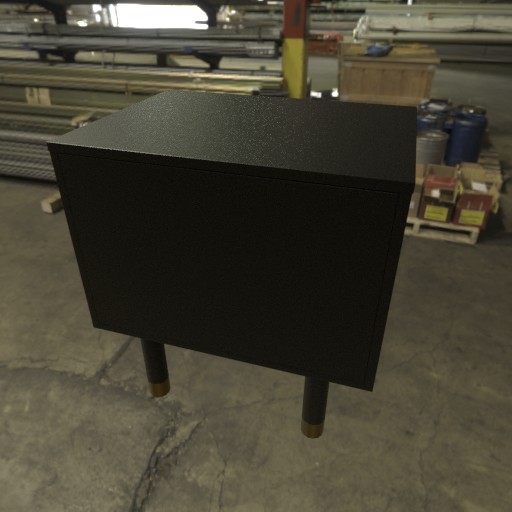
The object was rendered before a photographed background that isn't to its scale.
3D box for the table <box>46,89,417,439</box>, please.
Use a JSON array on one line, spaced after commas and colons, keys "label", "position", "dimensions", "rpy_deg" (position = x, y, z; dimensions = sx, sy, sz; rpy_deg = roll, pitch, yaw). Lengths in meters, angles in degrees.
[{"label": "table", "position": [0.000, 0.000, 0.968], "dimensions": [0.564, 0.584, 0.441], "rpy_deg": [9, 33, 15]}]
